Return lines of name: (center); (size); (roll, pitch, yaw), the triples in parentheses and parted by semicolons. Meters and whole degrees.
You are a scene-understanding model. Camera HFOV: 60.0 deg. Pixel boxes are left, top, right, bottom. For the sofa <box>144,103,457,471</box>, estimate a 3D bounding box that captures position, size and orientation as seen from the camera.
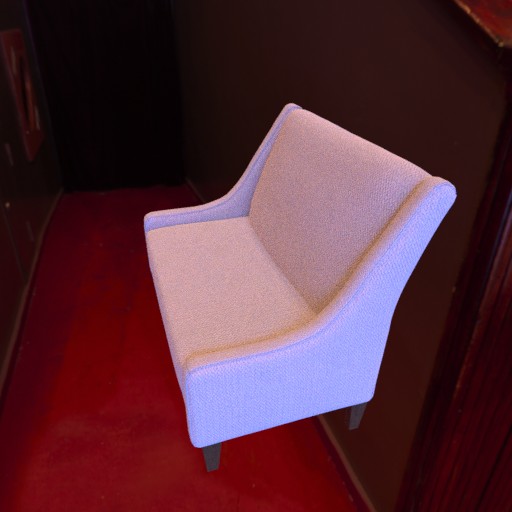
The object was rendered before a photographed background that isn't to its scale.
sofa: (0.000, 0.000, 1.924); (0.870, 1.022, 1.242); (-9, 31, -16)
